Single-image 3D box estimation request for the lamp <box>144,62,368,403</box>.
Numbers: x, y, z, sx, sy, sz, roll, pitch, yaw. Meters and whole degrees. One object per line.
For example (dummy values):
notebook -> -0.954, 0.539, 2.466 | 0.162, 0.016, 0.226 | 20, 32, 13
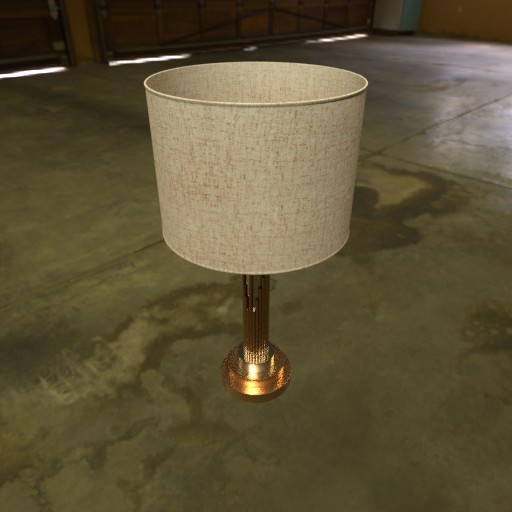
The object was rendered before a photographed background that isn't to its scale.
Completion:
lamp -> 0.000, 0.000, 0.809 | 0.321, 0.610, 0.321 | 0, 32, 0
